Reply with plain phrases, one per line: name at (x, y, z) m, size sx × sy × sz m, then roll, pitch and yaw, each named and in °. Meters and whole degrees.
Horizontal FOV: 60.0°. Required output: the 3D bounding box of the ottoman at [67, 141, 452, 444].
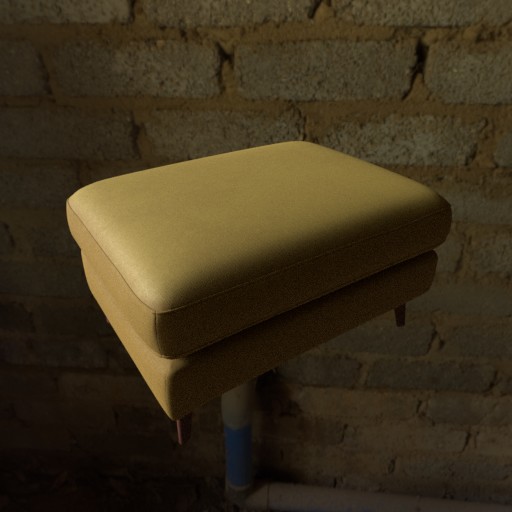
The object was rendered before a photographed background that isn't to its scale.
ottoman at (0.000, 0.000, 1.174) m, size 0.811 × 0.449 × 0.608 m, roll -19°, pitch 36°, yaw -29°
